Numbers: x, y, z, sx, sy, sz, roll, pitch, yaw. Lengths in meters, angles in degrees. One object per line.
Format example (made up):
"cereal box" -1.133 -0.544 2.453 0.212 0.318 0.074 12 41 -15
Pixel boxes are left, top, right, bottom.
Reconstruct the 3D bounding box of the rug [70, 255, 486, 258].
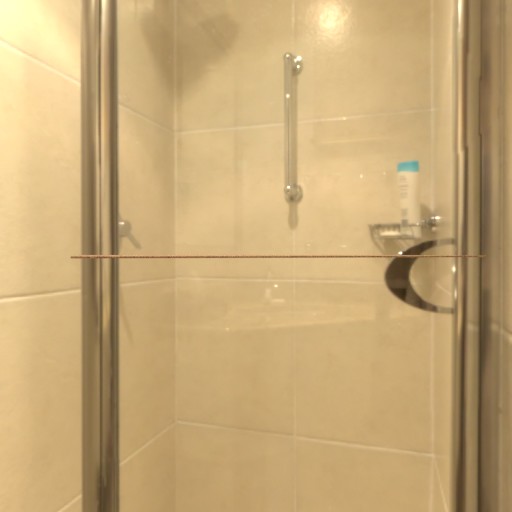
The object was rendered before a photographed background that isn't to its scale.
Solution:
"rug" 0.000 0.000 4.303 3.205 0.013 2.448 0 0 -20
